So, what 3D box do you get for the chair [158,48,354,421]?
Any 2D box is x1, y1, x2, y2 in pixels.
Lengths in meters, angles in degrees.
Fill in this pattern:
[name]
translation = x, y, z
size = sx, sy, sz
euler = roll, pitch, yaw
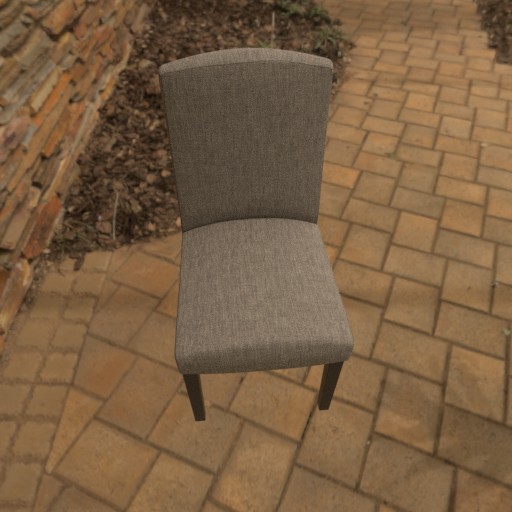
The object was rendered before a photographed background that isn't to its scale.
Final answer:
[chair]
translation = 0.000, 0.000, 1.238
size = 0.451, 0.917, 0.580
euler = -4, 46, -4
